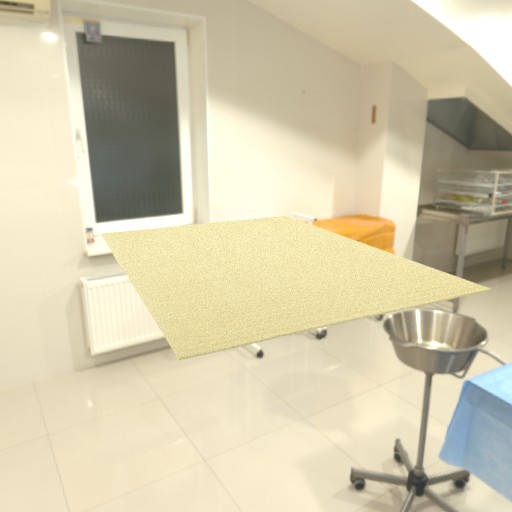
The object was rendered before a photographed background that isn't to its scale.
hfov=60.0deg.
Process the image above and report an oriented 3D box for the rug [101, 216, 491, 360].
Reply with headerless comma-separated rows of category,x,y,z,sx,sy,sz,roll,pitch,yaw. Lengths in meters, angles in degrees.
rug,0.000,0.000,4.240,2.452,0.016,3.204,-8,18,-24
